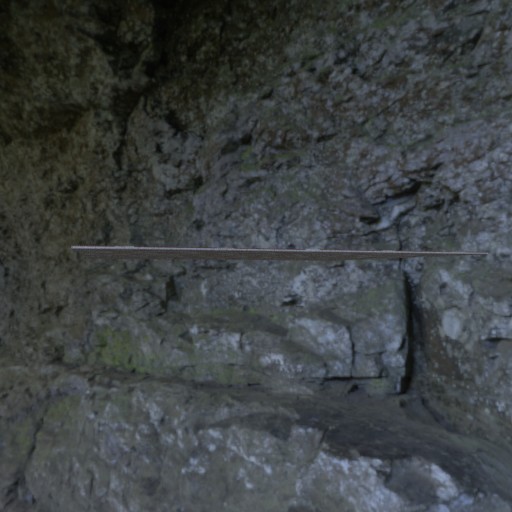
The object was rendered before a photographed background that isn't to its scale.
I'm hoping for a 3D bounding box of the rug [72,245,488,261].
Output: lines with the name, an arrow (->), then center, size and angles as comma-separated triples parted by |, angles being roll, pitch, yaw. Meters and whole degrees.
rug -> 0.000, 0.000, 4.188 | 3.049, 0.021, 2.466 | 1, -2, -18
